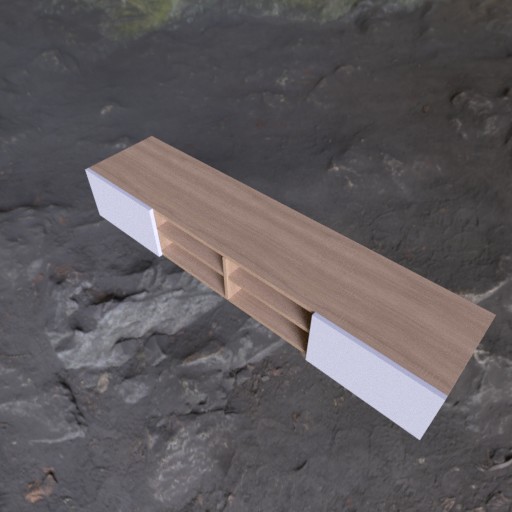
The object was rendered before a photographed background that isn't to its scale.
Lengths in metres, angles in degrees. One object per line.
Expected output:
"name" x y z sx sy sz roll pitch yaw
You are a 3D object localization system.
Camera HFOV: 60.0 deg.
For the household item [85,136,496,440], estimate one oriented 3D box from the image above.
"household item" 0.000 0.000 1.971 1.850 0.310 0.420 31 53 27
